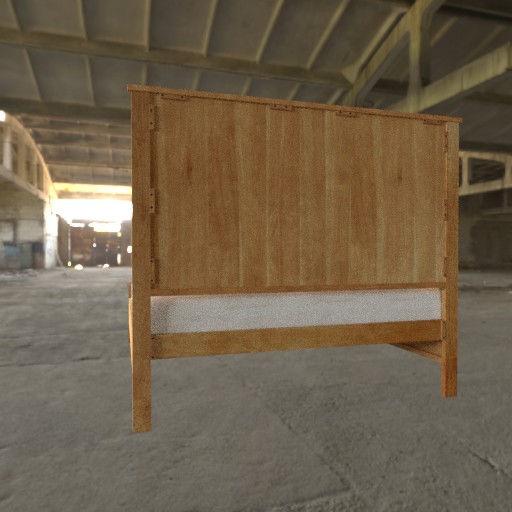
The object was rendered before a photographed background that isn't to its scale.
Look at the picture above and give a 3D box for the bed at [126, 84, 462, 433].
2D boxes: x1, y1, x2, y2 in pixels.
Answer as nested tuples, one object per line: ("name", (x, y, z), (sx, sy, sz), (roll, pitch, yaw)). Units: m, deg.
("bed", (0.000, 0.000, 3.461), (1.936, 1.686, 2.201), (0, 1, -17))
